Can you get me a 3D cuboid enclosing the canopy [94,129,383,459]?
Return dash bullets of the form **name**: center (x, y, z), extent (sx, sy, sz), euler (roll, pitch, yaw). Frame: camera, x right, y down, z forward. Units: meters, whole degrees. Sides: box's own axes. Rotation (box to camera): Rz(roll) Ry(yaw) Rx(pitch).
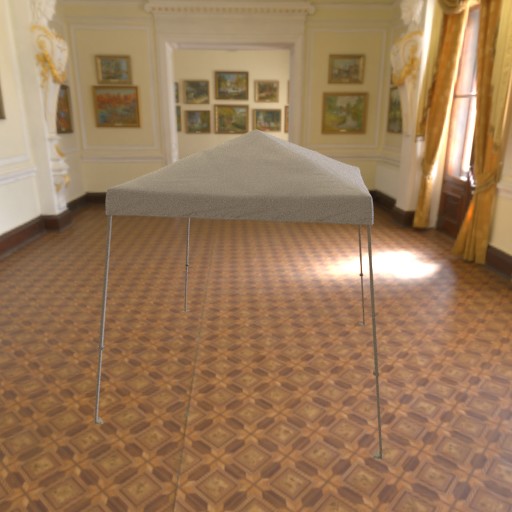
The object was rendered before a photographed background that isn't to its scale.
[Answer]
- **canopy**: center (0.000, 0.000, 6.555), extent (3.599, 3.600, 3.600), euler (3, 17, 10)
